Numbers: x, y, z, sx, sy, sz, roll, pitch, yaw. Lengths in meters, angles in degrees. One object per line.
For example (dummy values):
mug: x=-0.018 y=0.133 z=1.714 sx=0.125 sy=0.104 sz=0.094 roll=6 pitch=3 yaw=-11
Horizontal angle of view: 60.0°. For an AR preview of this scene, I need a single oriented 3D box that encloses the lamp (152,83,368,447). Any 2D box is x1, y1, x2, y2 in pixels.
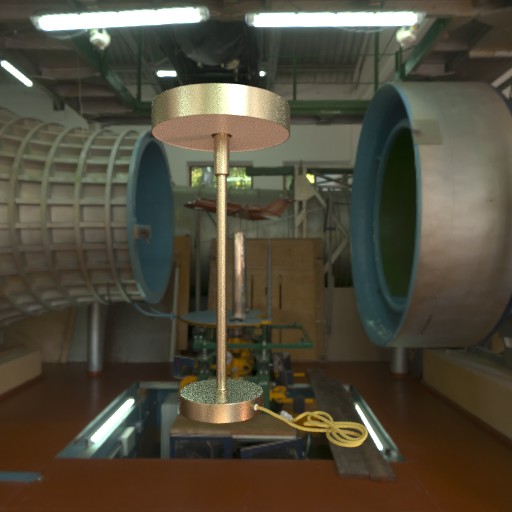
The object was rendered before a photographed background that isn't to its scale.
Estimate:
lamp: x=0.000 y=0.000 z=0.701 sx=0.369 sy=0.508 sz=0.229 roll=0 pitch=0 yaw=35
